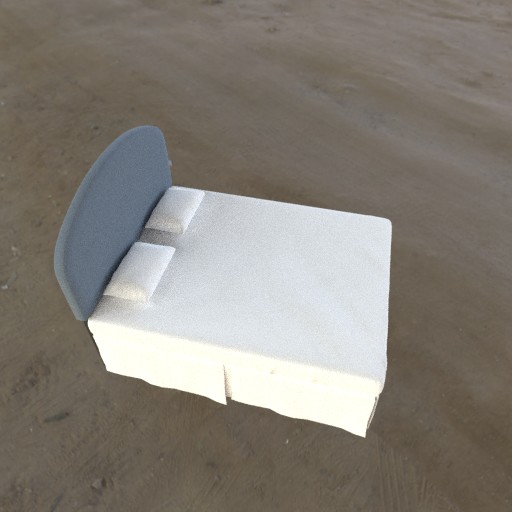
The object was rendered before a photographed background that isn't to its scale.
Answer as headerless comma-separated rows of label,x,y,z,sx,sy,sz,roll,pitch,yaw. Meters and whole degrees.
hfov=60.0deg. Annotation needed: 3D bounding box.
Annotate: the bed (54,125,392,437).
bed,0.000,0.000,3.137,2.005,1.410,1.607,10,47,9
